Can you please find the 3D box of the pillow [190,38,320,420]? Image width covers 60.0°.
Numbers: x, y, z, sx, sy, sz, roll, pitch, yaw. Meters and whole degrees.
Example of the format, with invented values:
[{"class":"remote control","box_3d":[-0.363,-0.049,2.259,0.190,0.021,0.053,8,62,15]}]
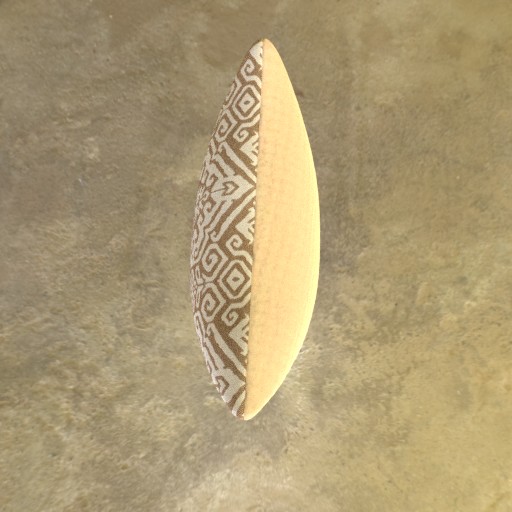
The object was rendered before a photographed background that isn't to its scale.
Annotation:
[{"class":"pillow","box_3d":[0.000,0.000,0.642,0.173,0.407,0.419,3,75,1]}]
